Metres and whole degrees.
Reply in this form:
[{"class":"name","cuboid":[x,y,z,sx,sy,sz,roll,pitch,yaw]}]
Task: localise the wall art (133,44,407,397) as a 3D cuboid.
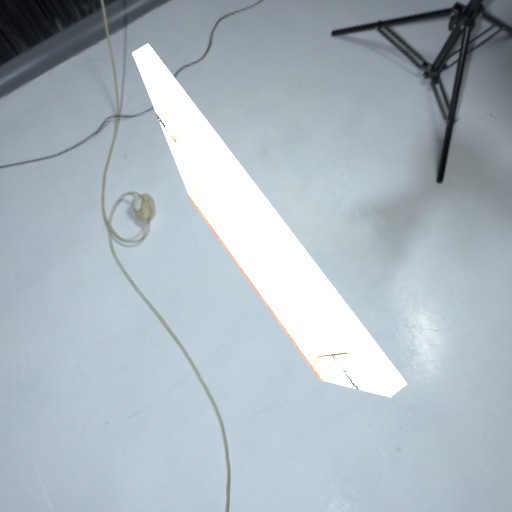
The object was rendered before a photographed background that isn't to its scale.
[{"class":"wall art","cuboid":[0.000,0.000,1.131,0.042,0.760,0.760,-35,79,-8]}]
